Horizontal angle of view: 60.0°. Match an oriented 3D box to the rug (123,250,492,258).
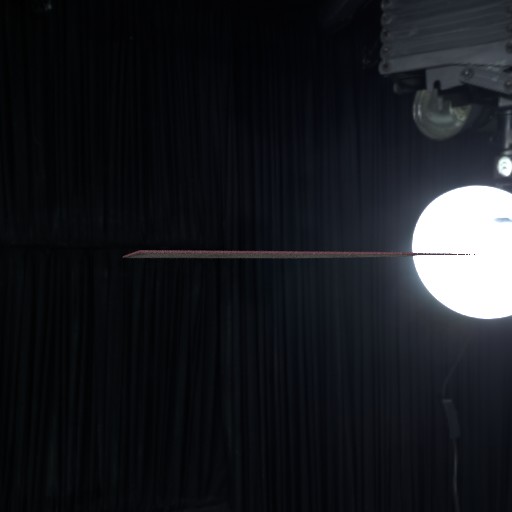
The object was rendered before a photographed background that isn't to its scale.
[{"bbox_3d":[0.000,0.000,2.878,1.599,0.011,2.210,0,-1,-18],"label":"rug"}]
